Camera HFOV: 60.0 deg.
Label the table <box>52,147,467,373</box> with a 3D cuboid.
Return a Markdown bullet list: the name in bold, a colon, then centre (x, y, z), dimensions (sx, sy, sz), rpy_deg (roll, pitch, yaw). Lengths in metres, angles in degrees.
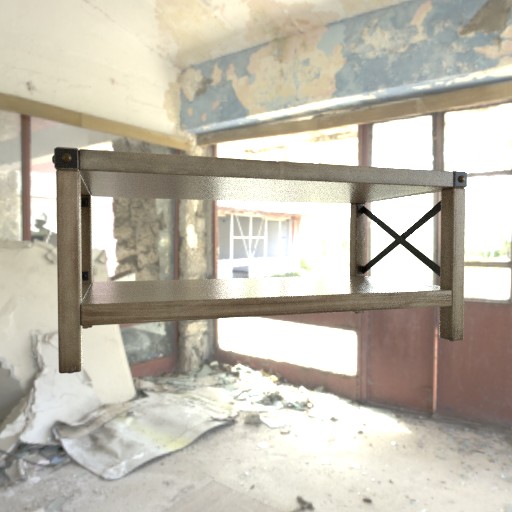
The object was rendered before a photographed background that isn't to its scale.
- **table**: centre (0.000, 0.000, 1.285), dimensions (1.016, 0.456, 0.559), rpy_deg (-1, 2, -18)
